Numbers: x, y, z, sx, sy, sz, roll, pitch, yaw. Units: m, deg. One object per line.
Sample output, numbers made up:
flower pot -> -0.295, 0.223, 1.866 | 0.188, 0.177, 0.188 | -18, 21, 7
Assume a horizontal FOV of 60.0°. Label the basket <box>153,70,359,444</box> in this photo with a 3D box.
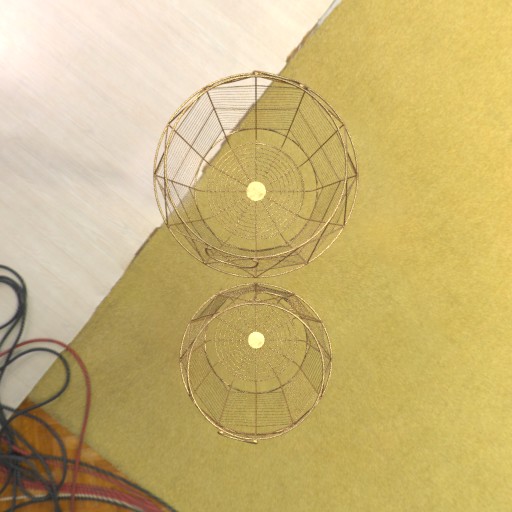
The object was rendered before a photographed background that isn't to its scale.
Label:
basket -> 0.000, 0.000, 1.048 | 0.451, 0.343, 0.805 | 0, 90, 0
